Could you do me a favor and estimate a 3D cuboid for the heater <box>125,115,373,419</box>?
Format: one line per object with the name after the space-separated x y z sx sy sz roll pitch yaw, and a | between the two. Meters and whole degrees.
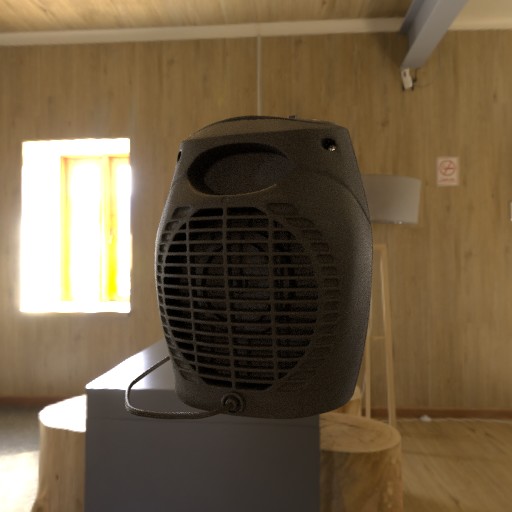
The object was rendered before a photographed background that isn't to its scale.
0.000 0.000 0.452 0.239 0.240 0.291 0 0 19 | heater
